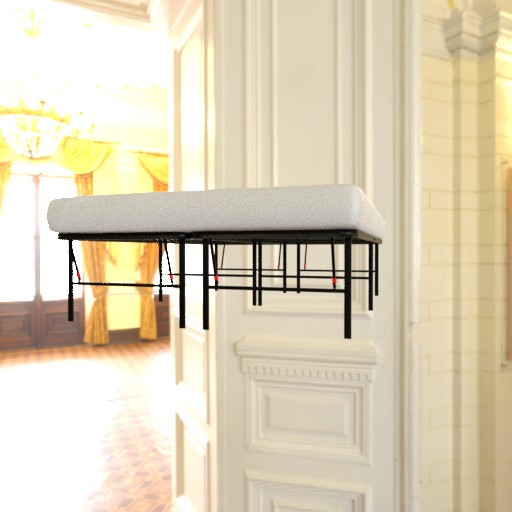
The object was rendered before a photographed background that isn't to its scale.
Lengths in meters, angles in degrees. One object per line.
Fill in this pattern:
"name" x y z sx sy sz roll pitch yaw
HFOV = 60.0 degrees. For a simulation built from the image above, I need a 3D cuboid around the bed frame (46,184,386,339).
"bed frame" 0.000 0.000 2.964 1.584 0.667 2.151 0 1 19
